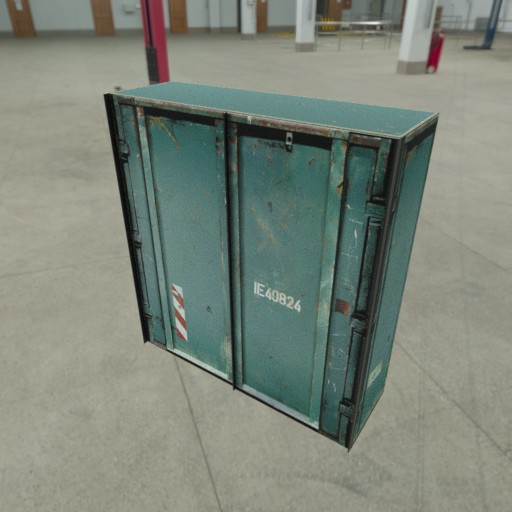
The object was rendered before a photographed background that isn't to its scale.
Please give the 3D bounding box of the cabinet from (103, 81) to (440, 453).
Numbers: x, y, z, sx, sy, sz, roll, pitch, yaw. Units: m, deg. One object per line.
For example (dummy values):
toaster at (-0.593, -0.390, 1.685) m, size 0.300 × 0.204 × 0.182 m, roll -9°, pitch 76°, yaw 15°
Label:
cabinet at (0.000, 0.000, 3.238) m, size 2.000 × 2.160 × 0.680 m, roll 19°, pitch 35°, yaw 29°
